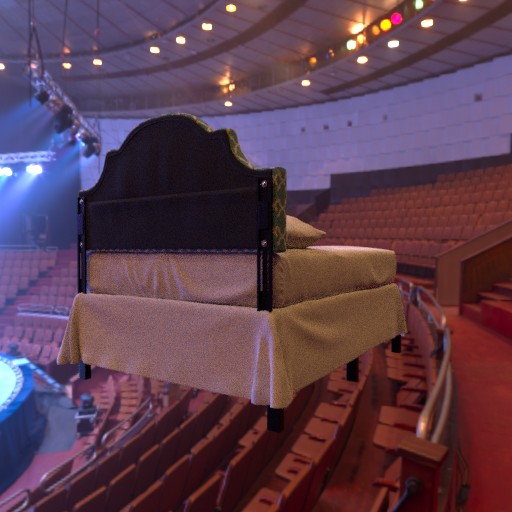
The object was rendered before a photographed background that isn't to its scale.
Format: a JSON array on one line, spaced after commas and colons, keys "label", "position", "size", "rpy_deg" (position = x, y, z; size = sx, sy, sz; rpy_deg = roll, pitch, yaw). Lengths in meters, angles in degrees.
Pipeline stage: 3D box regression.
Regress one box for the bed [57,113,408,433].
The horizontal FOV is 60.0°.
[{"label": "bed", "position": [0.000, 0.000, 3.334], "size": [1.780, 1.633, 2.222], "rpy_deg": [1, 1, 34]}]
